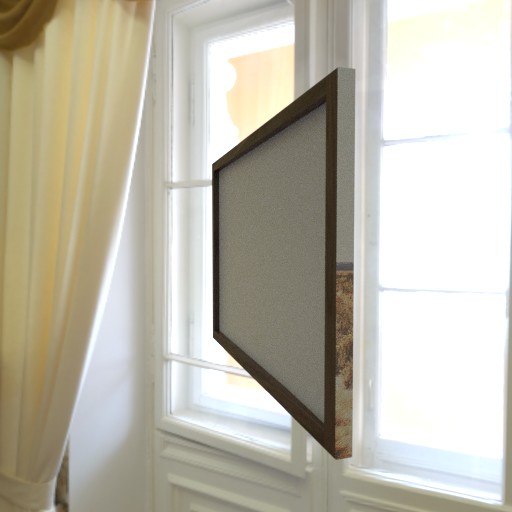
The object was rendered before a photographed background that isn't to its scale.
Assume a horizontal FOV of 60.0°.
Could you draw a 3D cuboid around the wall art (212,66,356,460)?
[{"bbox_3d":[0.000,0.000,1.873,0.051,1.016,1.520,-1,2,-18],"label":"wall art"}]
